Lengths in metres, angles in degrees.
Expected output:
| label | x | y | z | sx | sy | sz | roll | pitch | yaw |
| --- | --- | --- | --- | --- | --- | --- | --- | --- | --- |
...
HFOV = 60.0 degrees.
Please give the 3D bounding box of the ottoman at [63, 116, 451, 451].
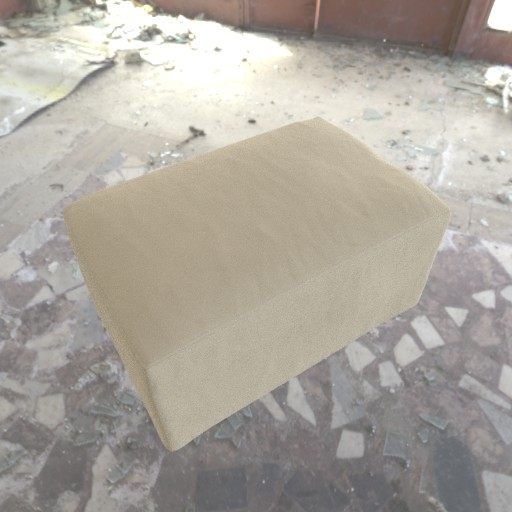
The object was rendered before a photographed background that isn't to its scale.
| label | x | y | z | sx | sy | sz | roll | pitch | yaw |
| --- | --- | --- | --- | --- | --- | --- | --- | --- | --- |
| ottoman | 0.000 | 0.000 | 1.237 | 0.872 | 0.444 | 0.590 | -25 | 52 | -22 |
